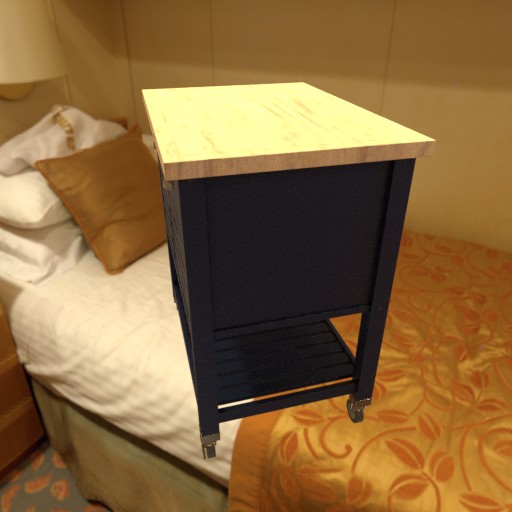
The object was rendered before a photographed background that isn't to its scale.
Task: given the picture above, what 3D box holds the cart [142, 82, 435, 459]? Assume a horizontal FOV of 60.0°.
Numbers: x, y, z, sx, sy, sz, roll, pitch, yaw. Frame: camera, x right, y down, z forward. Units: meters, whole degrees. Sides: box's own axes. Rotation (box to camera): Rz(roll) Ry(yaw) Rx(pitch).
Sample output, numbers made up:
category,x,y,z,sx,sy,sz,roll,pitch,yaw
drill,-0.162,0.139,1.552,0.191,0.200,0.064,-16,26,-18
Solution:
category,x,y,z,sx,sy,sz,roll,pitch,yaw
cart,0.000,0.000,1.432,0.567,0.920,0.797,-8,31,-13
